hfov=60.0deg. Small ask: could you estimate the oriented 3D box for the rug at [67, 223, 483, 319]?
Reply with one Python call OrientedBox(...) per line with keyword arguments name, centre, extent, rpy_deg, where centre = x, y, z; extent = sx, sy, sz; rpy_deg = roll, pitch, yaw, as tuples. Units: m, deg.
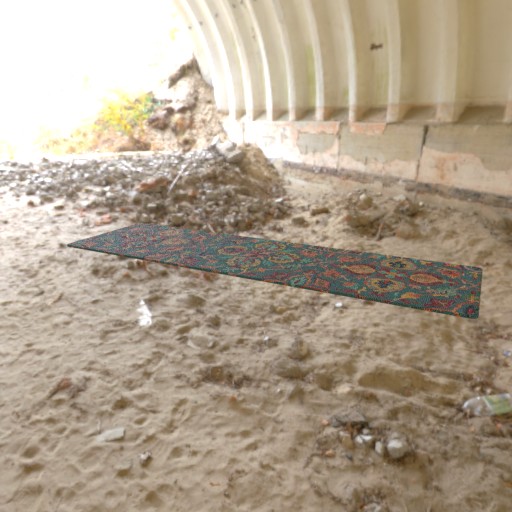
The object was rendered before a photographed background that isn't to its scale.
OrientedBox(name="rug", centre=(0.000, 0.000, 2.503), extent=(2.286, 0.013, 0.686), rpy_deg=(9, 19, 26))
